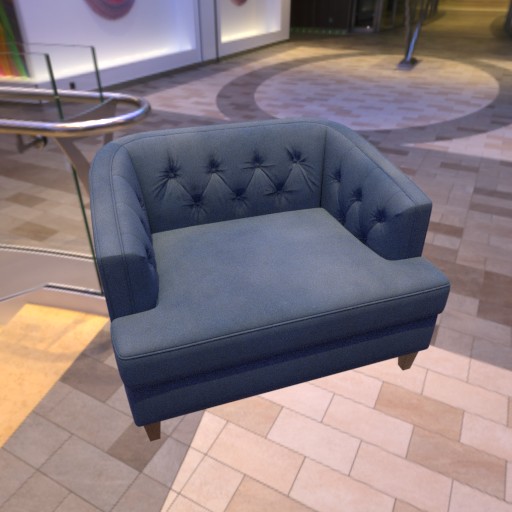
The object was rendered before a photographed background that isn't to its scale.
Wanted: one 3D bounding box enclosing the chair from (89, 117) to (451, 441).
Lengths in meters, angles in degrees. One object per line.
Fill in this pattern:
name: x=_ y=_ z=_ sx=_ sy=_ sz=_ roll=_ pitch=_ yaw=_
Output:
chair: x=0.000 y=0.000 z=1.722 sx=1.118 sy=0.787 sz=0.914 roll=-10 pitch=34 yaw=-16
